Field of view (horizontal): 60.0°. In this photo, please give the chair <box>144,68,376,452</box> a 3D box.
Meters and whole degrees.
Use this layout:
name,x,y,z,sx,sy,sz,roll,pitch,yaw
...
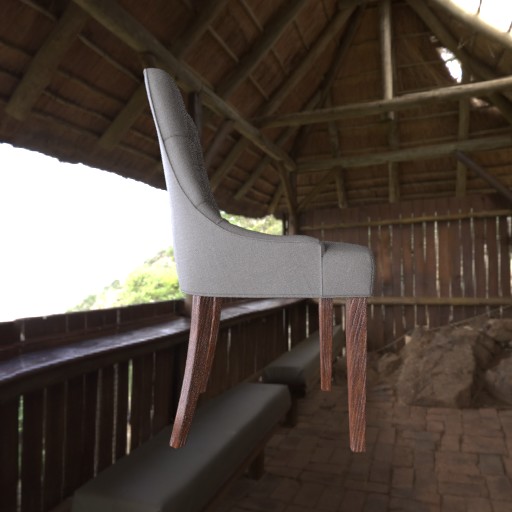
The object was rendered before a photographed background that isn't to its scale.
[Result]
name,x,y,z,sx,sy,sz,roll,pitch,yaw
chair,0.000,0.000,1.221,0.565,0.874,0.509,0,0,0
